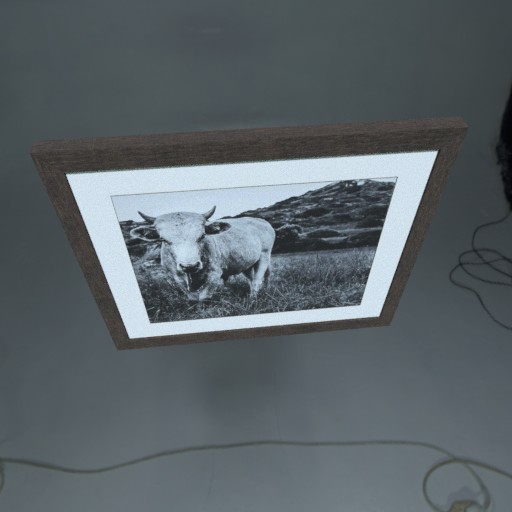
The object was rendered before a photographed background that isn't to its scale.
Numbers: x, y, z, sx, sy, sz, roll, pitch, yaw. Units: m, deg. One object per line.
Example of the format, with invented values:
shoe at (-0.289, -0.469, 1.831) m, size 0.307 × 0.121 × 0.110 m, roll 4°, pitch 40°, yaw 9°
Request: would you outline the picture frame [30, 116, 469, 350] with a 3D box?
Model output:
picture frame at (0.000, 0.000, 0.725) m, size 0.546 × 0.455 × 0.026 m, roll -4°, pitch 48°, yaw -4°
